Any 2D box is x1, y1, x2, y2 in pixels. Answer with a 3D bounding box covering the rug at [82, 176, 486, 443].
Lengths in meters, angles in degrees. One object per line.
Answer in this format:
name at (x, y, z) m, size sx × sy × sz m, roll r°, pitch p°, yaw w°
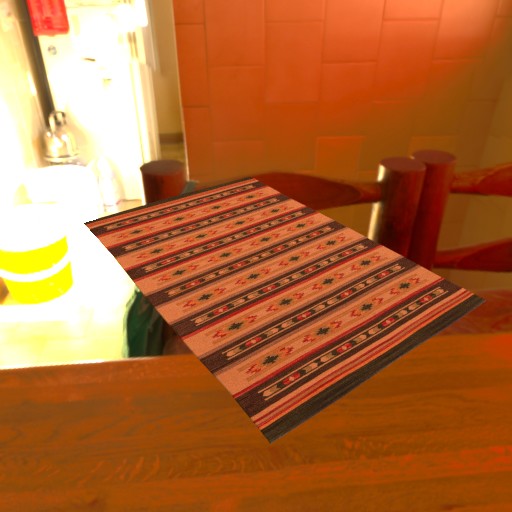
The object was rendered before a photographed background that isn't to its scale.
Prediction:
rug at (0.000, 0.000, 2.297) m, size 1.221 × 0.009 × 1.825 m, roll -21°, pitch 38°, yaw -30°
